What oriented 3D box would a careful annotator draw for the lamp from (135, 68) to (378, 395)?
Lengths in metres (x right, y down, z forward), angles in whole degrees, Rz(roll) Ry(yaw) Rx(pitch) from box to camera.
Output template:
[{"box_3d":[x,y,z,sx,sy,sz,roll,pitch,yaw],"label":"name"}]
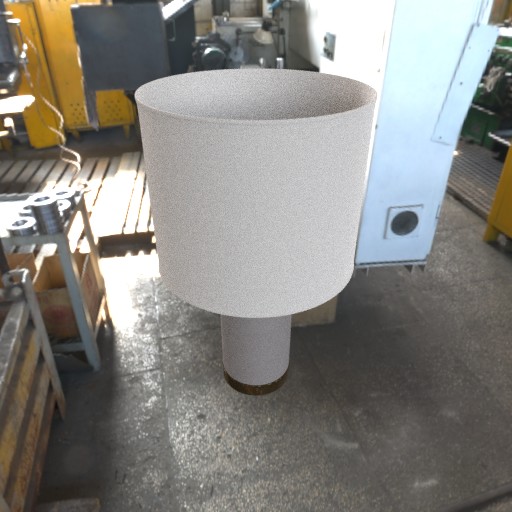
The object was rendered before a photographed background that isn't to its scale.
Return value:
[{"box_3d":[0.000,0.000,0.528,0.229,0.380,0.229,0,32,0],"label":"lamp"}]
